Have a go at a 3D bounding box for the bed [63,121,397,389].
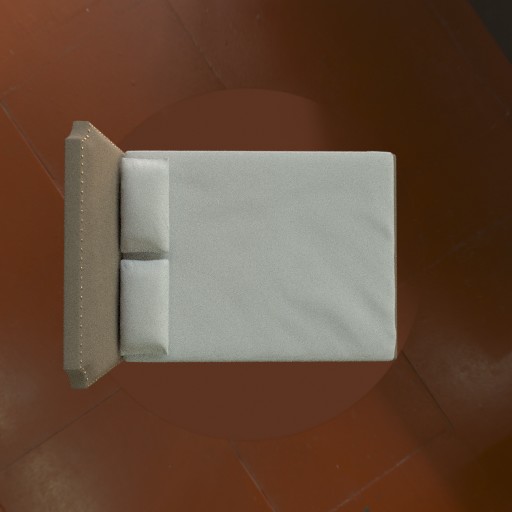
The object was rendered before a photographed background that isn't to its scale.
[{"bbox_3d":[0.000,0.000,3.379,2.329,1.415,1.703,0,89,-1],"label":"bed"}]
